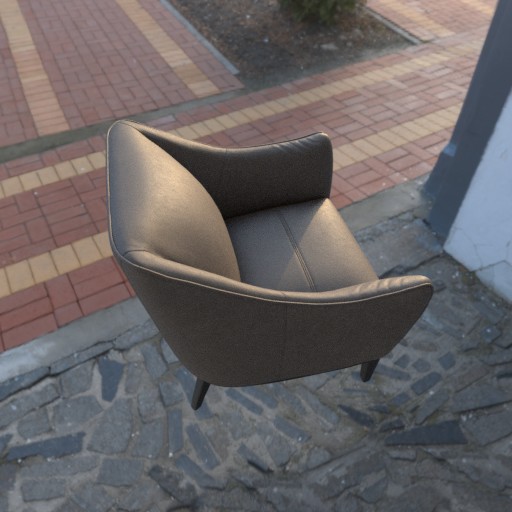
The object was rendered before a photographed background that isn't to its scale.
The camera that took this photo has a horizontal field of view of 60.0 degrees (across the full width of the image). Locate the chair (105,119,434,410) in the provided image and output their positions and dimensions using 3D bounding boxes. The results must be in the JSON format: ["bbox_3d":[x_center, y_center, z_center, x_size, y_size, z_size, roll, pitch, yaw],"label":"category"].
[{"bbox_3d":[0.000,0.000,1.573,0.852,0.830,0.871,-10,46,-10],"label":"chair"}]
